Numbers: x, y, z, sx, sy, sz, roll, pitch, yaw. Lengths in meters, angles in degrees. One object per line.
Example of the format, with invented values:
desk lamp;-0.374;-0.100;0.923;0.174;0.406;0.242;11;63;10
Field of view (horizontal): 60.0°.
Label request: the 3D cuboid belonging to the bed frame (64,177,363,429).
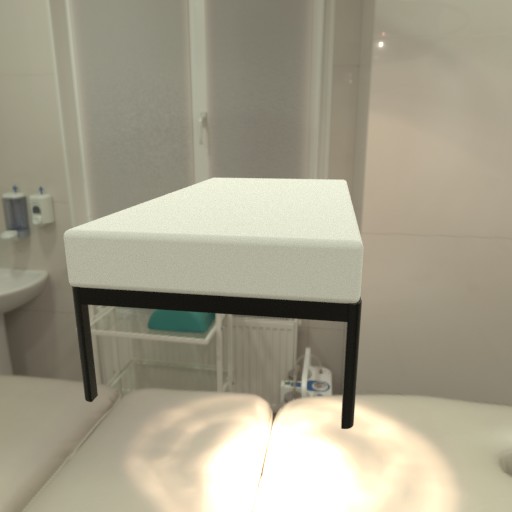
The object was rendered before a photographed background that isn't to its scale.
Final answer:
bed frame;0.000;0.000;2.426;1.023;0.659;1.950;3;16;9
